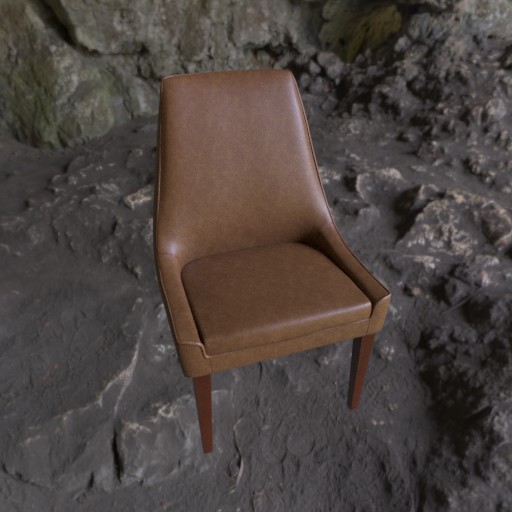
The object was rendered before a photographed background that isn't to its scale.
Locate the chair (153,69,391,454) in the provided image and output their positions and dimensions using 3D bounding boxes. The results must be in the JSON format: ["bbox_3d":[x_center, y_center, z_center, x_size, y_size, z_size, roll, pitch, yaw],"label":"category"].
[{"bbox_3d":[0.000,0.000,1.197,0.529,0.861,0.544,-10,33,-16],"label":"chair"}]
